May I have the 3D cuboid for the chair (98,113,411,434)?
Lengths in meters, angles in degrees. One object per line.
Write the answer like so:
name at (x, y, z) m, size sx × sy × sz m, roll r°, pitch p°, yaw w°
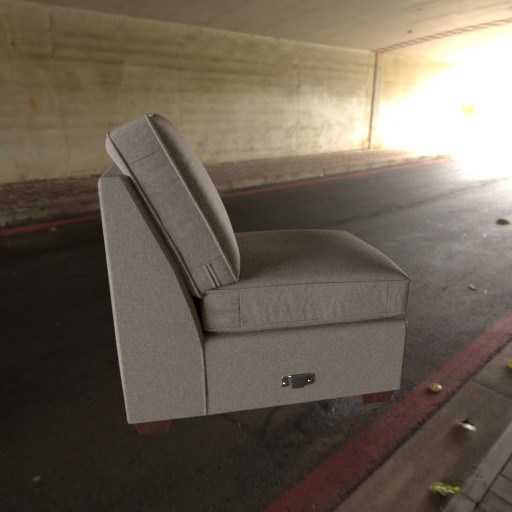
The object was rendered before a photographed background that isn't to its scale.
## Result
chair at (0.000, 0.000, 1.726) m, size 1.020 × 1.058 × 0.674 m, roll -3°, pitch 18°, yaw -11°
